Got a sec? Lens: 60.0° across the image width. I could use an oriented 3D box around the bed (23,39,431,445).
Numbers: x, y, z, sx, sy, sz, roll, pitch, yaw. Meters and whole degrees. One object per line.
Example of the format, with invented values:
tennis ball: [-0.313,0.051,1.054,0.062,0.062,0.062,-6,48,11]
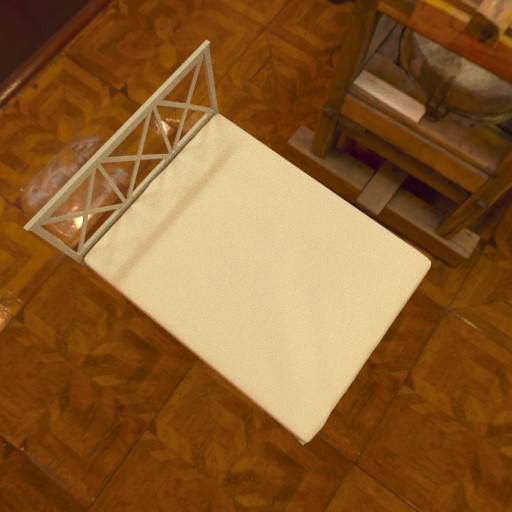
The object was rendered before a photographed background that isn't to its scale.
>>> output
bed: [0.000,0.000,3.183,2.135,1.253,1.673,37,77,10]
